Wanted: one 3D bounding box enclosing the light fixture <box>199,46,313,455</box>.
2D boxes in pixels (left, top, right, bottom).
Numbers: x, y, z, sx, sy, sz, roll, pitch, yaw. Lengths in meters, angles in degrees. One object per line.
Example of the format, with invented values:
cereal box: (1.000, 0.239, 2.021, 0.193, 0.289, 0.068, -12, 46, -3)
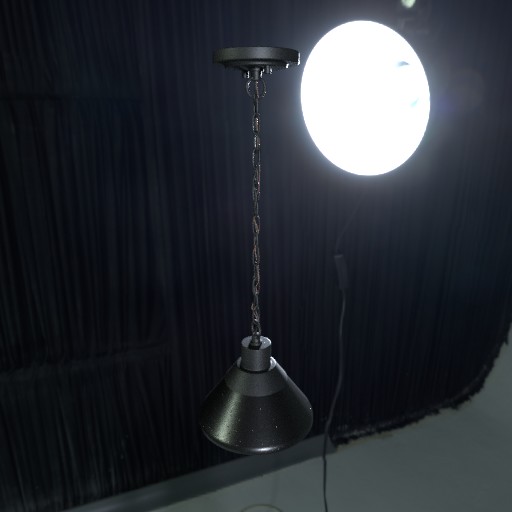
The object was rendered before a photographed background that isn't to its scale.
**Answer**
light fixture: (0.000, 0.000, 0.700, 0.201, 0.588, 0.201, -8, 19, -25)
